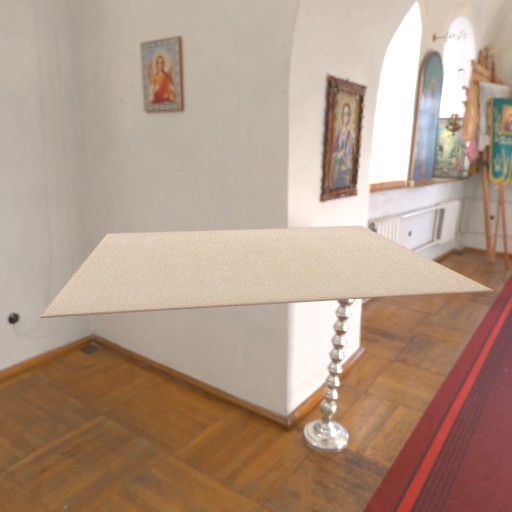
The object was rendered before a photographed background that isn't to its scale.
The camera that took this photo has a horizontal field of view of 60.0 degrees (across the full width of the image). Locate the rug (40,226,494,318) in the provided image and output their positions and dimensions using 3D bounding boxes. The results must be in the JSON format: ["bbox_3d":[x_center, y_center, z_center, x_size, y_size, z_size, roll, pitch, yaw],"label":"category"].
[{"bbox_3d":[0.000,0.000,4.082,3.039,0.018,2.462,-2,15,-9],"label":"rug"}]
